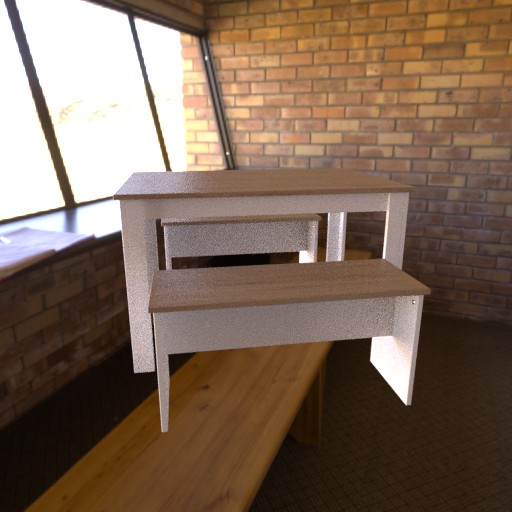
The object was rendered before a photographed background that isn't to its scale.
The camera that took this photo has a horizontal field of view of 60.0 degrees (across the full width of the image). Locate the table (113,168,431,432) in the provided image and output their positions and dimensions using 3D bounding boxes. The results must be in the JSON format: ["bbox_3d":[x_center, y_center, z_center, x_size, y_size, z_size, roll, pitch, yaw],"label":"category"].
[{"bbox_3d":[0.000,0.000,2.021,1.100,0.700,1.443,-3,17,-9],"label":"table"}]
